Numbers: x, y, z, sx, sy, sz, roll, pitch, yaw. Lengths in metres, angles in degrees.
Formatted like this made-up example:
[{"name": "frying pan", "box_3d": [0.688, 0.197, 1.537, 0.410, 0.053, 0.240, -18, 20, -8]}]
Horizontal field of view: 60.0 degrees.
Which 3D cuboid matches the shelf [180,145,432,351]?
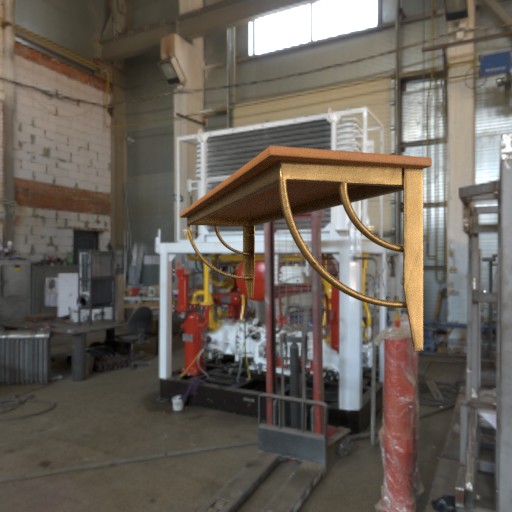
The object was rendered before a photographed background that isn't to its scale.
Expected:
[{"name": "shelf", "box_3d": [0.000, 0.000, 0.711, 0.166, 0.190, 0.636, 0, 0, -17]}]
